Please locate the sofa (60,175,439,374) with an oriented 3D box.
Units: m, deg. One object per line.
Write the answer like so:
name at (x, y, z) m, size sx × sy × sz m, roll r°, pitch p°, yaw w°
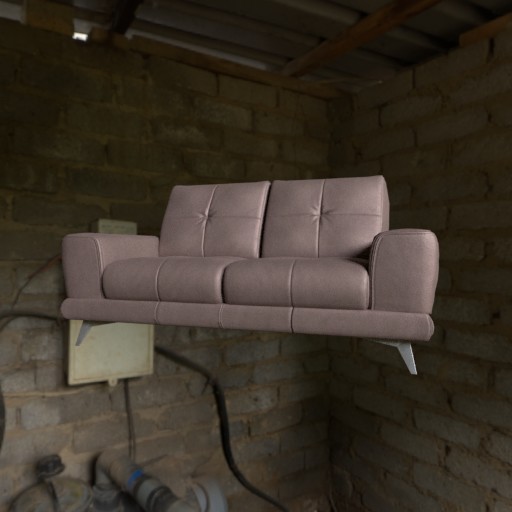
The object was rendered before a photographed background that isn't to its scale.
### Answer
sofa at (0.000, 0.000, 2.424) m, size 1.806 × 0.907 × 1.018 m, roll 0°, pitch 1°, yaw 18°
